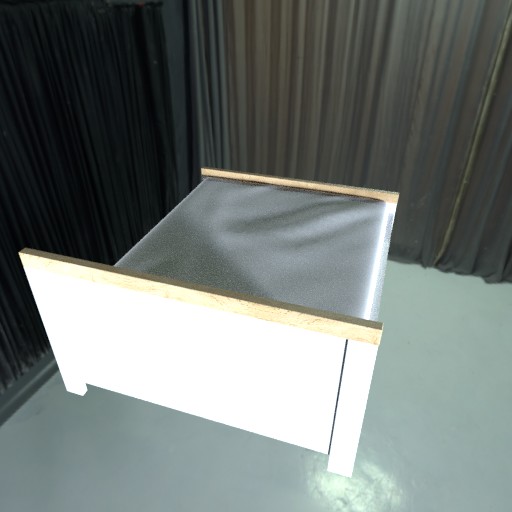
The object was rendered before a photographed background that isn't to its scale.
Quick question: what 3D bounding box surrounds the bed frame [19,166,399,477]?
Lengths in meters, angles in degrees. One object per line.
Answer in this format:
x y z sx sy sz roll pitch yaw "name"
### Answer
0.000 0.000 2.937 1.670 0.980 2.050 10 35 15 "bed frame"
